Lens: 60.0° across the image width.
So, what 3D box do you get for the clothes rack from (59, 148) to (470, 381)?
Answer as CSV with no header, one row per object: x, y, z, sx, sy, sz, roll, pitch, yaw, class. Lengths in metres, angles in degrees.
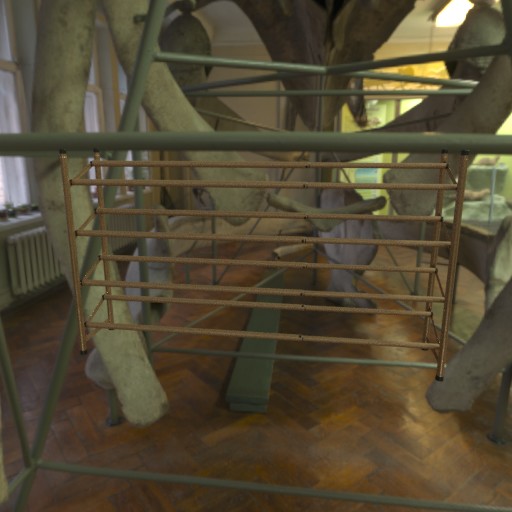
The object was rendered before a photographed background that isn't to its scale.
0.000,0.000,1.430,1.168,0.672,0.229,2,14,8,clothes rack
